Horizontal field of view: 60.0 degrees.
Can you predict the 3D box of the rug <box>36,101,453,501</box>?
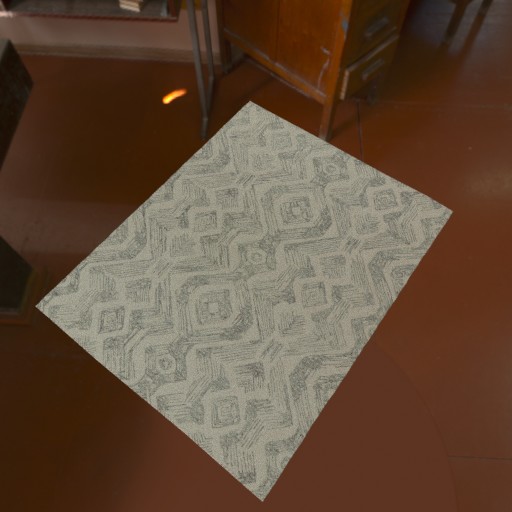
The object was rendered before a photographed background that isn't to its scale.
[{"bbox_3d":[0.000,0.000,4.010,2.430,0.030,3.054,34,68,16],"label":"rug"}]
